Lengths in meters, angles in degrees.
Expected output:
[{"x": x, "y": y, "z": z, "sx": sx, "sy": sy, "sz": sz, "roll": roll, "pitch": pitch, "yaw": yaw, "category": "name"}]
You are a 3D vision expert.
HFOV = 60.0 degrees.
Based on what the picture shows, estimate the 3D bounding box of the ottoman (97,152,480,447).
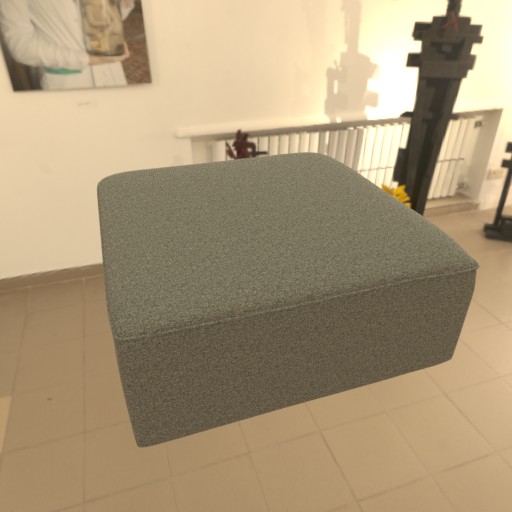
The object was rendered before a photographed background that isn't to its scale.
[{"x": 0.000, "y": 0.000, "z": 1.583, "sx": 1.005, "sy": 0.464, "sz": 1.015, "roll": -10, "pitch": 33, "yaw": -16, "category": "ottoman"}]
